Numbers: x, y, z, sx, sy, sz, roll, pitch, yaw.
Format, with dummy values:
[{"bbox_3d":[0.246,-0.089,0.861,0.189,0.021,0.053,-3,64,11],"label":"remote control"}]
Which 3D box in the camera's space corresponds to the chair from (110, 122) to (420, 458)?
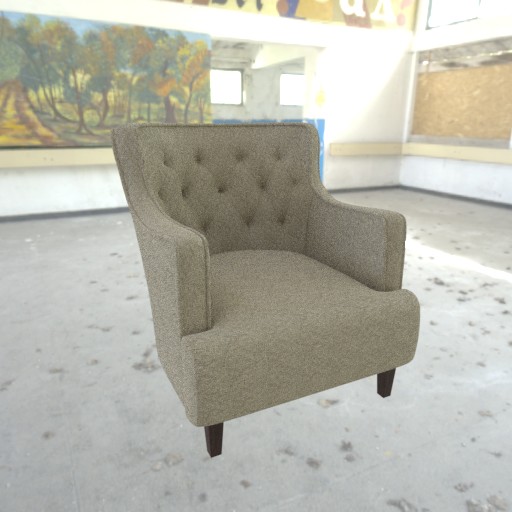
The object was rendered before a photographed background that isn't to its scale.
[{"bbox_3d":[0.000,0.000,1.617,0.820,0.920,0.910,-8,19,-25],"label":"chair"}]
